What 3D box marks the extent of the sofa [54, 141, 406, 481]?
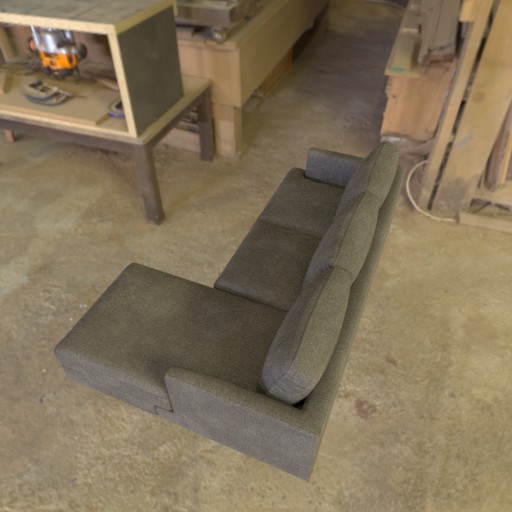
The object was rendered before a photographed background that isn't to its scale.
[{"bbox_3d":[0.000,0.000,2.932,1.504,0.956,2.233,16,47,16],"label":"sofa"}]
